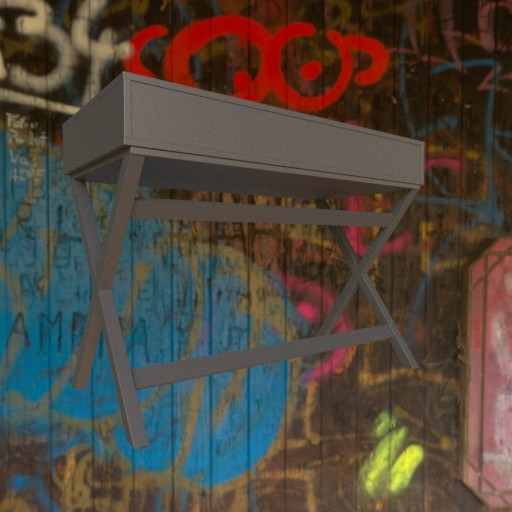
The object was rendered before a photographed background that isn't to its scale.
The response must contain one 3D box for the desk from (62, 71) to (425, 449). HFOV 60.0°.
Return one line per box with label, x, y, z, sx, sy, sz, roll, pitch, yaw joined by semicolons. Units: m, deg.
desk;0.000;0.000;1.434;1.057;0.780;0.525;-1;2;-37
